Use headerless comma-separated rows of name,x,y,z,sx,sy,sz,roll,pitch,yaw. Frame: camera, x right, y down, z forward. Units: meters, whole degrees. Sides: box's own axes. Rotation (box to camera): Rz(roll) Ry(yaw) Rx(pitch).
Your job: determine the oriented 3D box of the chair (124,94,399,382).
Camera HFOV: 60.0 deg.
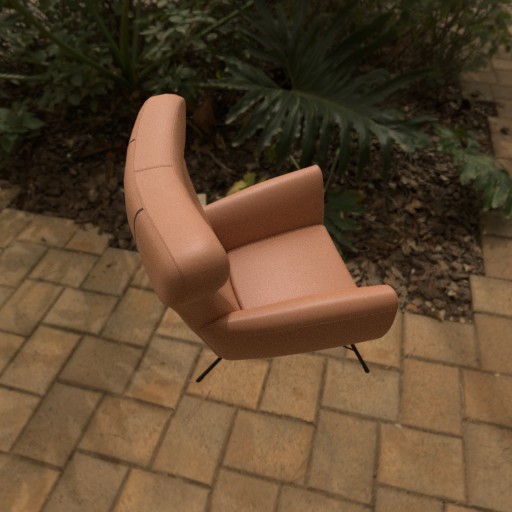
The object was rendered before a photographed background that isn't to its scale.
chair,0.000,0.000,1.821,0.900,1.050,0.980,-10,47,-10
